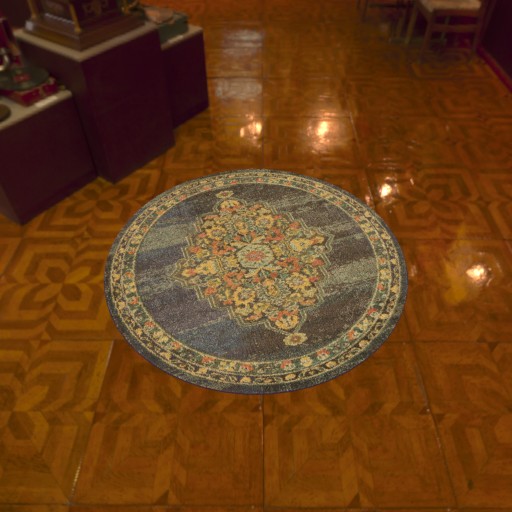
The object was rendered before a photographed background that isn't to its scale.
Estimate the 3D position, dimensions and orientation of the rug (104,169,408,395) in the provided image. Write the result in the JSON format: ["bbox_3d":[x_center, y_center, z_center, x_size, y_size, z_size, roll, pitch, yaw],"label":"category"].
[{"bbox_3d":[0.000,0.000,2.381,1.591,0.010,1.591,0,46,0],"label":"rug"}]
